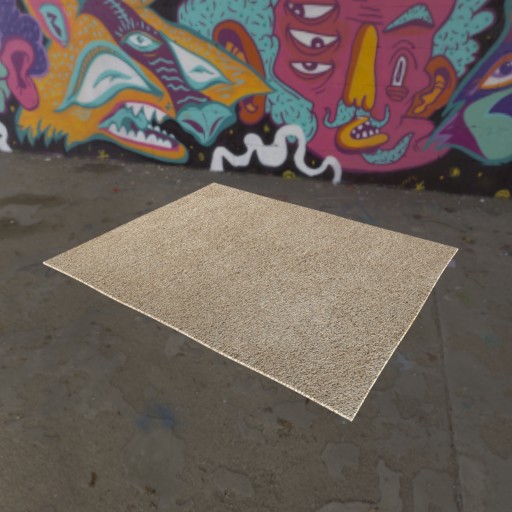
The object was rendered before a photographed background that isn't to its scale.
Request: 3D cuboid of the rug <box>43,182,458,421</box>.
[{"bbox_3d":[0.000,0.000,4.097,3.000,0.025,2.400,19,36,30],"label":"rug"}]
